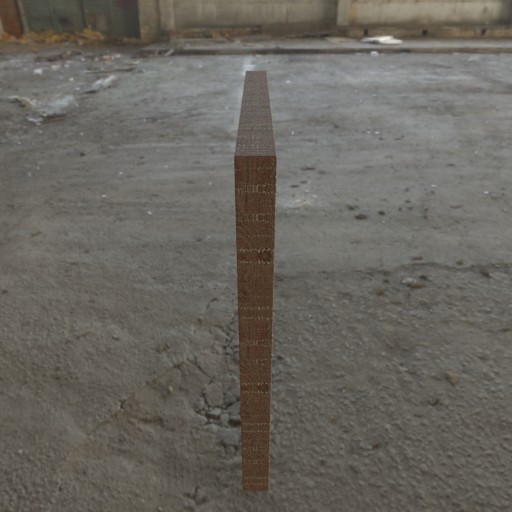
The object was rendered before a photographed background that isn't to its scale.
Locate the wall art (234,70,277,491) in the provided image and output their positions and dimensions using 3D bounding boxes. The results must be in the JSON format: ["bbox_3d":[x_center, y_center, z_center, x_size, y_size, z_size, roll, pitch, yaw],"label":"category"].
[{"bbox_3d":[0.000,0.000,0.778,0.040,0.531,0.531,0,31,0],"label":"wall art"}]
